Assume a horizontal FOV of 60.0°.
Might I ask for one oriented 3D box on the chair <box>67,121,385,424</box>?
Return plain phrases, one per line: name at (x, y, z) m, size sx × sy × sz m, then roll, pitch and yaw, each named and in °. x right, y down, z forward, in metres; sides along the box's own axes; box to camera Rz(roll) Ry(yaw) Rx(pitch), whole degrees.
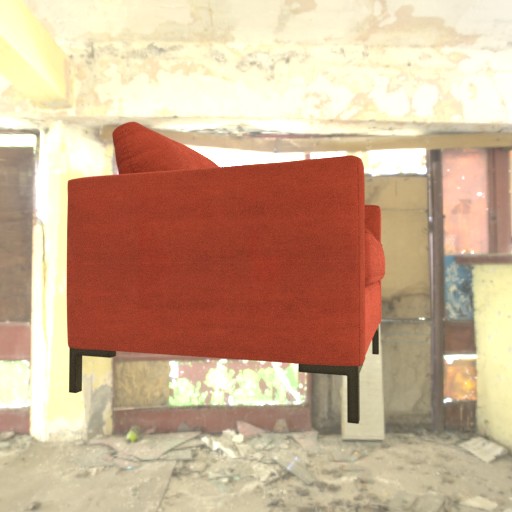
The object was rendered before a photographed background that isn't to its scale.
chair at (0.000, 0.000, 1.594) m, size 0.875 × 0.812 × 0.964 m, roll -1°, pitch -2°, yaw 18°
